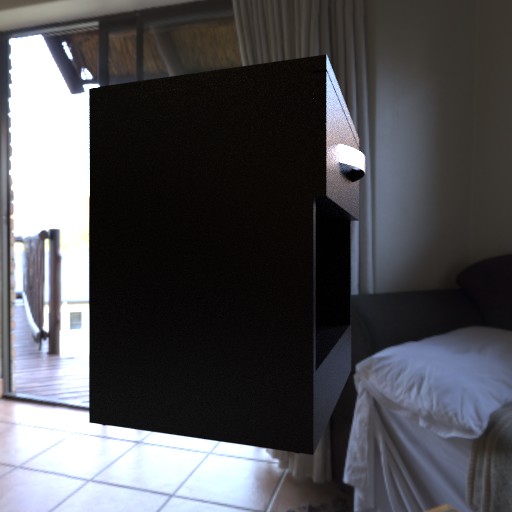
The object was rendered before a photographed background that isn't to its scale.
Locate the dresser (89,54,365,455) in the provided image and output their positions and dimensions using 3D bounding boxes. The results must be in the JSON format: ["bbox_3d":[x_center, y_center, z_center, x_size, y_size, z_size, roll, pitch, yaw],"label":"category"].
[{"bbox_3d":[0.000,0.000,0.753,0.360,0.470,0.400,0,0,18],"label":"dresser"}]
